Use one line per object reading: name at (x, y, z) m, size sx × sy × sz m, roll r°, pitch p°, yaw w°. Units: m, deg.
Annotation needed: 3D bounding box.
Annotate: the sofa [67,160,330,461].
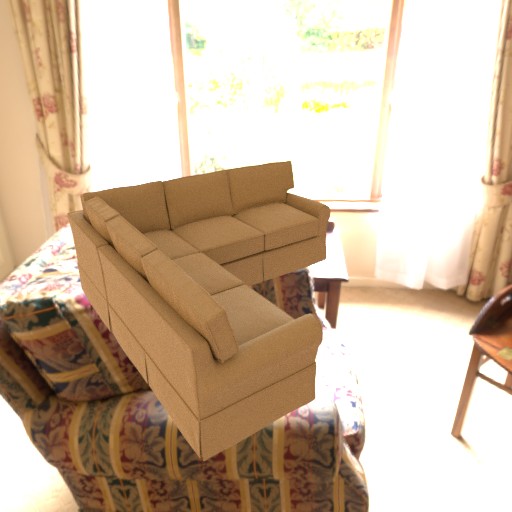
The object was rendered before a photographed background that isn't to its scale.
sofa at (0.000, 0.000, 4.262) m, size 2.733 × 1.124 × 2.730 m, roll -17°, pitch 30°, yaw -31°
